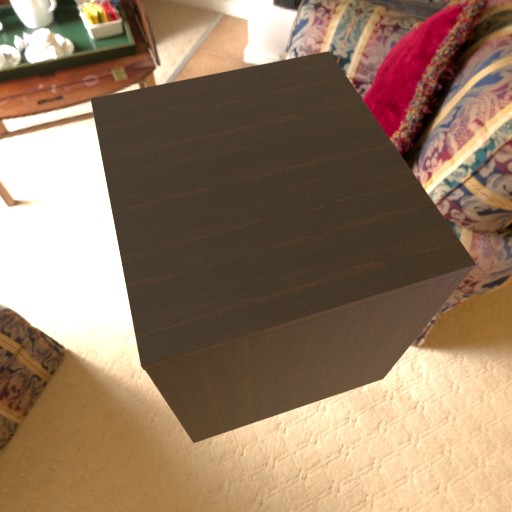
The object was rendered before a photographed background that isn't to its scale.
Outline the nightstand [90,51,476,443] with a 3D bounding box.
[{"bbox_3d":[0.000,0.000,0.803,0.400,0.460,0.461,-15,59,-9],"label":"nightstand"}]
